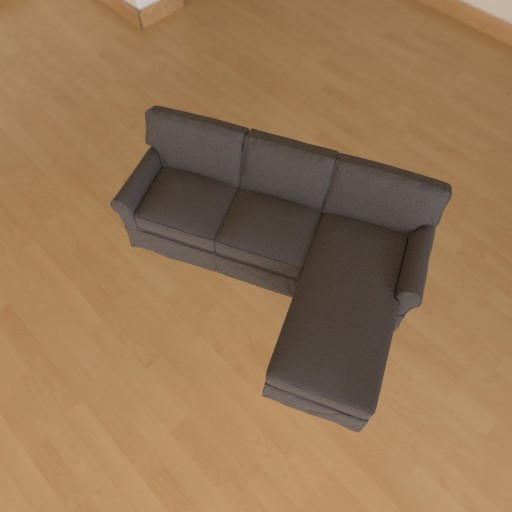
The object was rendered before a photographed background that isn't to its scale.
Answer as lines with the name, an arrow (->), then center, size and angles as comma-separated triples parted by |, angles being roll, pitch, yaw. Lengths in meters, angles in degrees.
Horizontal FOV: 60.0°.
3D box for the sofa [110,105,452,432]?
sofa -> 0.000, 0.000, 3.365 | 2.475, 0.978, 1.733 | 18, 61, 10
